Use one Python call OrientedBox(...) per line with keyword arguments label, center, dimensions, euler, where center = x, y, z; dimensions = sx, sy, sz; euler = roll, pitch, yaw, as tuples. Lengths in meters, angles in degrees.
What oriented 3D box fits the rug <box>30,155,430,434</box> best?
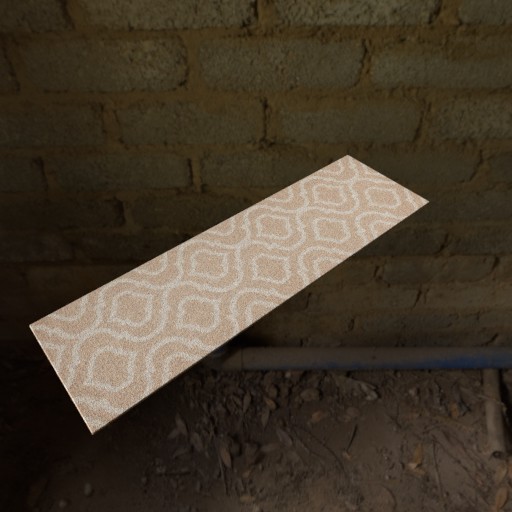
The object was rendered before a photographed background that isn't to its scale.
OrientedBox(label="rug", center=(0.000, 0.000, 2.475), dimensions=(2.289, 0.013, 0.691), euler=(-31, 54, -26))
